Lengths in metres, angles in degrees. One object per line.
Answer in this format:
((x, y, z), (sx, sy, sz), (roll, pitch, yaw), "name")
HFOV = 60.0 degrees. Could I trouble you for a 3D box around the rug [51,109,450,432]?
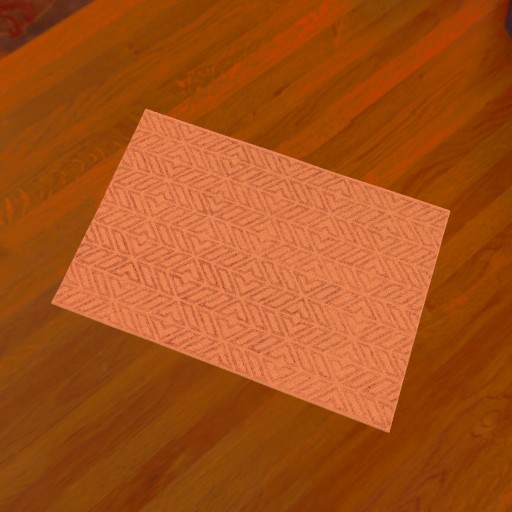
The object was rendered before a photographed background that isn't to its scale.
((0.000, 0.000, 2.376), (1.828, 0.007, 1.220), (20, 77, 5), "rug")
